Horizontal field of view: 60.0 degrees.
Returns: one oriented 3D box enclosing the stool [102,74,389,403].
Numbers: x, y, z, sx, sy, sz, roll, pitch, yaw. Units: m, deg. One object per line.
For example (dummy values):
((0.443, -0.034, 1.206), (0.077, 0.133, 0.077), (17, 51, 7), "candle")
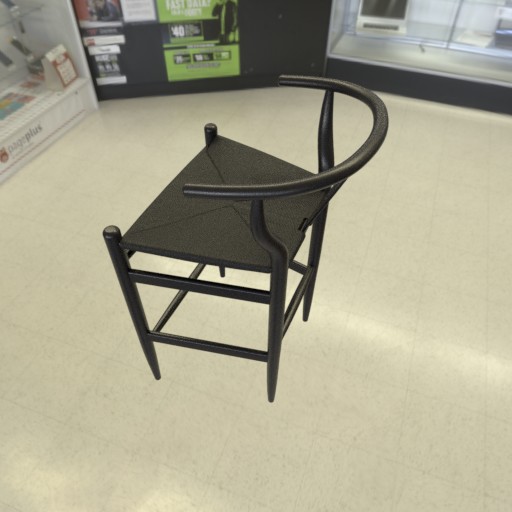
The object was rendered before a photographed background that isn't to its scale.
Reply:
((0.000, 0.000, 1.329), (0.579, 0.970, 0.569), (17, 49, 16), "stool")
